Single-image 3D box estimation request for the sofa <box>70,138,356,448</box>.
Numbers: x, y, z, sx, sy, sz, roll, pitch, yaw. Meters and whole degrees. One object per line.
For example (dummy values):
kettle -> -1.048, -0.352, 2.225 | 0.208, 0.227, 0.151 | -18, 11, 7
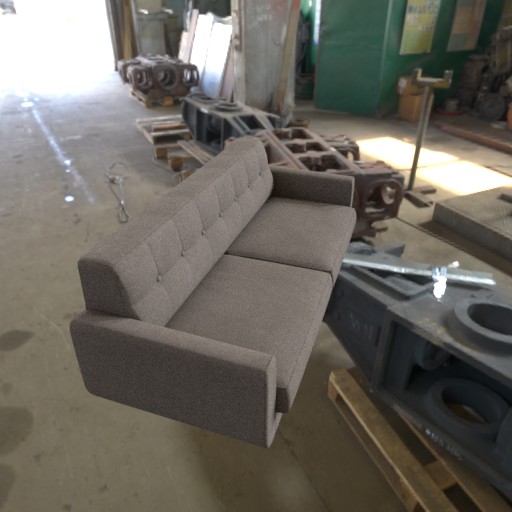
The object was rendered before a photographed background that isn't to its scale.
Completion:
sofa -> 0.000, 0.000, 2.551 | 0.909, 0.841, 2.029 | 10, 33, 17
